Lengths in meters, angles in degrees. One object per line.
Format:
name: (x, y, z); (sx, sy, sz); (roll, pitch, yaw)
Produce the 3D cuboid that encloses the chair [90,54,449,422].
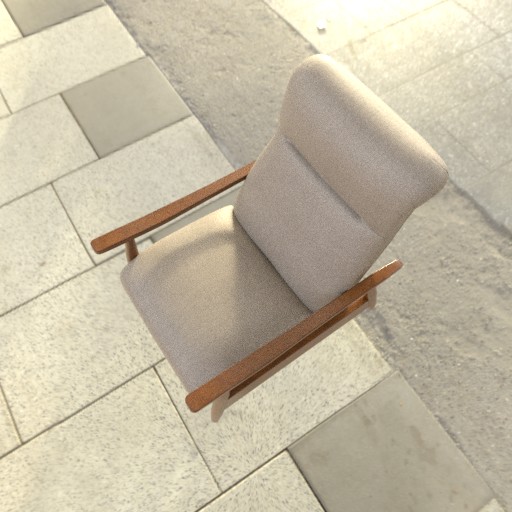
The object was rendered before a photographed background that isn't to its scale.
chair: (0.000, 0.000, 1.765); (1.032, 1.082, 0.762); (-32, 68, -14)
